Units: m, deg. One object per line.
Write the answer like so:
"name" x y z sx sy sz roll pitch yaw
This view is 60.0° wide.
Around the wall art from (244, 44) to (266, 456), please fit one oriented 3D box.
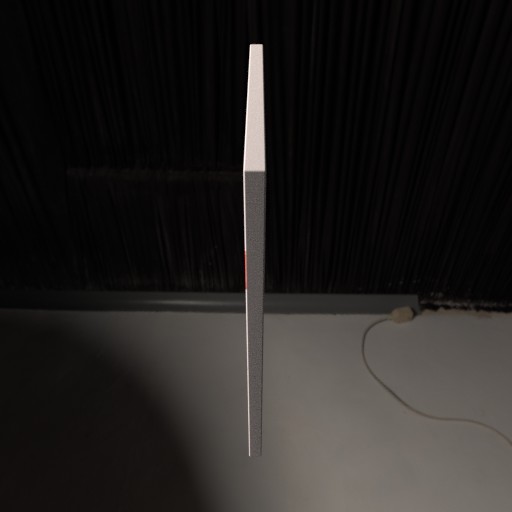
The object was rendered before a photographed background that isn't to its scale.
"wall art" 0.000 0.000 1.637 0.046 1.221 0.914 0 40 0
